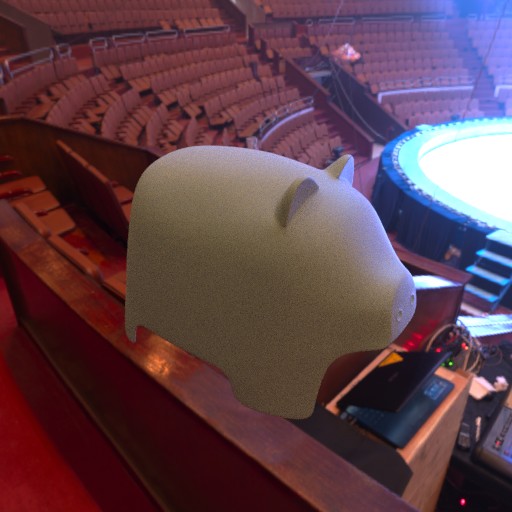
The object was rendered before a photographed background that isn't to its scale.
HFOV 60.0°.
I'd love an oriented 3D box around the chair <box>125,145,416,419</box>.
[{"bbox_3d":[0.000,0.000,0.878,0.619,0.423,0.364,20,35,32],"label":"chair"}]
